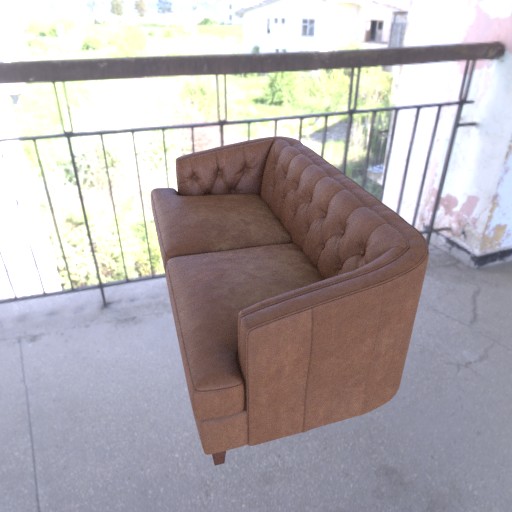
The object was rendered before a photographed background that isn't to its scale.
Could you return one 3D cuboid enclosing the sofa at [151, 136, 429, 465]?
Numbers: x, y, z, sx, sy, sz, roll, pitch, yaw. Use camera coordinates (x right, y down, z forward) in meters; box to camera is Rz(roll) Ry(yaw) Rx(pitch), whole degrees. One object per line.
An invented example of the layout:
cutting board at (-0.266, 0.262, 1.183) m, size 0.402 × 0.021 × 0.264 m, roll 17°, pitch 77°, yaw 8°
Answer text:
sofa at (0.000, 0.000, 2.236) m, size 0.914 × 0.786 × 1.755 m, roll -8°, pitch 31°, yaw -14°
